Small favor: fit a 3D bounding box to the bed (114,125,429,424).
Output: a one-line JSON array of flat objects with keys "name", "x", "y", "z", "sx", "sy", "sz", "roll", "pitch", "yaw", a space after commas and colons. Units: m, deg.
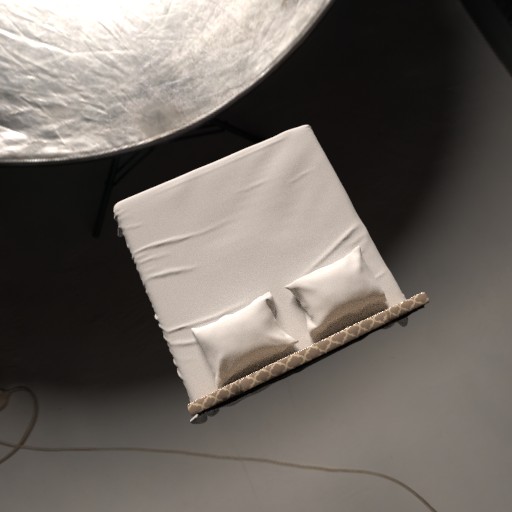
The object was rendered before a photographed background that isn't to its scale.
[{"name": "bed", "x": 0.000, "y": 0.000, "z": 3.882, "sx": 2.314, "sy": 1.601, "sz": 2.222, "roll": -24, "pitch": 76, "yaw": -6}]
